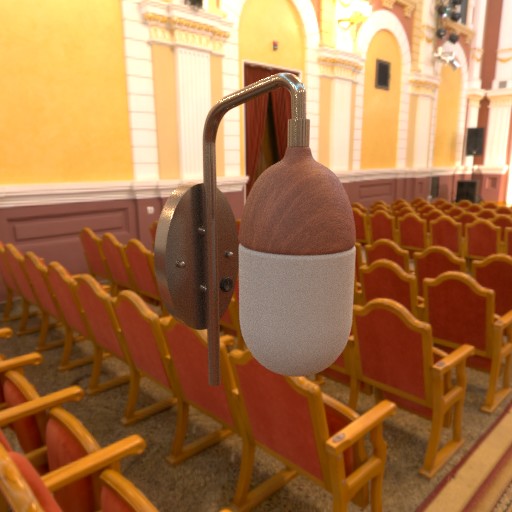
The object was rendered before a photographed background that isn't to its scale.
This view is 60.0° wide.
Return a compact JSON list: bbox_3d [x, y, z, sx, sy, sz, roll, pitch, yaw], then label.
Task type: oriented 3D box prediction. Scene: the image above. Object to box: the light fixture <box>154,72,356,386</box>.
[{"bbox_3d":[0.000,0.000,0.453,0.108,0.343,0.216,-12,18,-43],"label":"light fixture"}]
